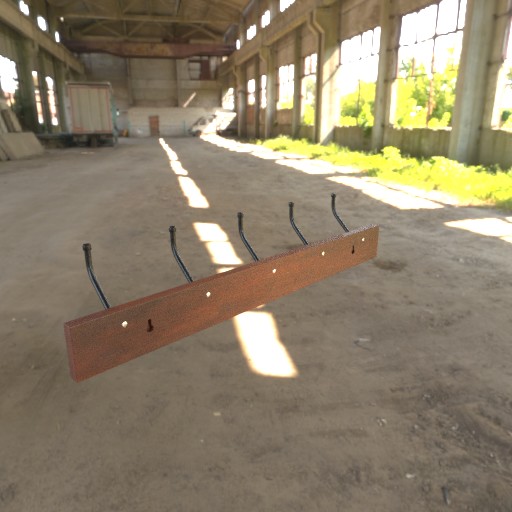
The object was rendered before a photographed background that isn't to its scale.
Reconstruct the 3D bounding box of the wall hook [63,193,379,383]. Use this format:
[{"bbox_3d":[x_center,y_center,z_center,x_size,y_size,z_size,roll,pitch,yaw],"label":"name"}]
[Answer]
[{"bbox_3d":[0.000,0.000,0.632,0.071,0.117,0.571,16,23,42],"label":"wall hook"}]
